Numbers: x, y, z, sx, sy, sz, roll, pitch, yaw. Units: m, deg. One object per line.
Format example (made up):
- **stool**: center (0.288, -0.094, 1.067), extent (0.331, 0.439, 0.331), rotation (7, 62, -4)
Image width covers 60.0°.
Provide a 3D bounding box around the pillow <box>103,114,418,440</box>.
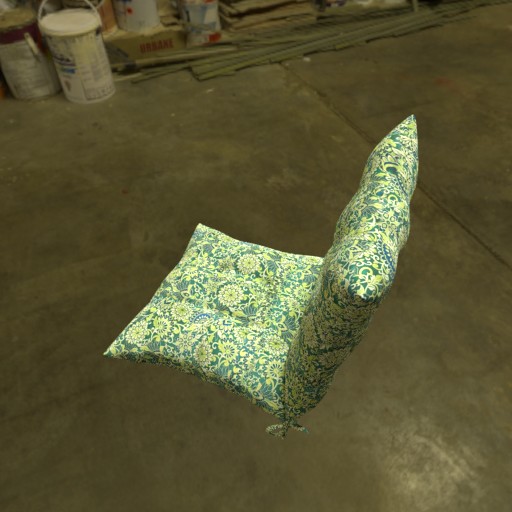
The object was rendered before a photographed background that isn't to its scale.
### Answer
- **pillow**: center (0.000, 0.000, 0.986), extent (0.585, 0.536, 0.541), rotation (16, 49, 15)
